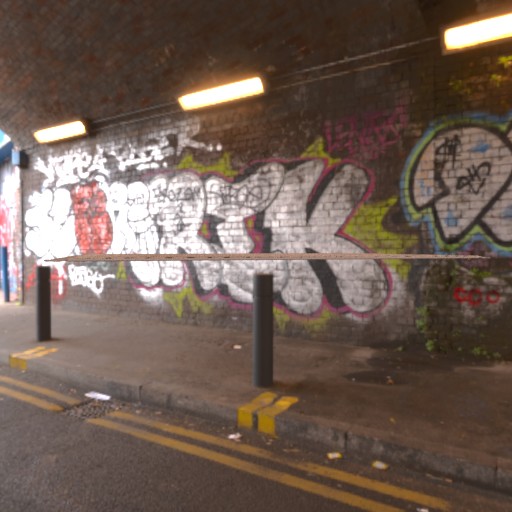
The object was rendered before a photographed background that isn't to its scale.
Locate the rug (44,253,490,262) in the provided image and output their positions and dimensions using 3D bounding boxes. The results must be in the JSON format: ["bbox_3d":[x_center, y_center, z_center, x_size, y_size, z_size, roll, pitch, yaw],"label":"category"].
[{"bbox_3d":[0.000,0.000,2.293,1.847,0.014,1.230,0,1,-18],"label":"rug"}]
